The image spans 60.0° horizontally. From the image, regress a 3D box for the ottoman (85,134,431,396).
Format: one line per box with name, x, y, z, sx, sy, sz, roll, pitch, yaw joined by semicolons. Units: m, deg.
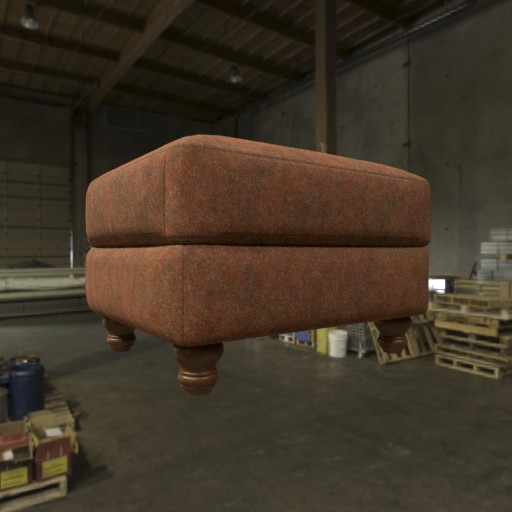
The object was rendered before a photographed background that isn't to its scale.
ottoman;0.000;0.000;1.183;0.787;0.508;0.635;0;1;-35
